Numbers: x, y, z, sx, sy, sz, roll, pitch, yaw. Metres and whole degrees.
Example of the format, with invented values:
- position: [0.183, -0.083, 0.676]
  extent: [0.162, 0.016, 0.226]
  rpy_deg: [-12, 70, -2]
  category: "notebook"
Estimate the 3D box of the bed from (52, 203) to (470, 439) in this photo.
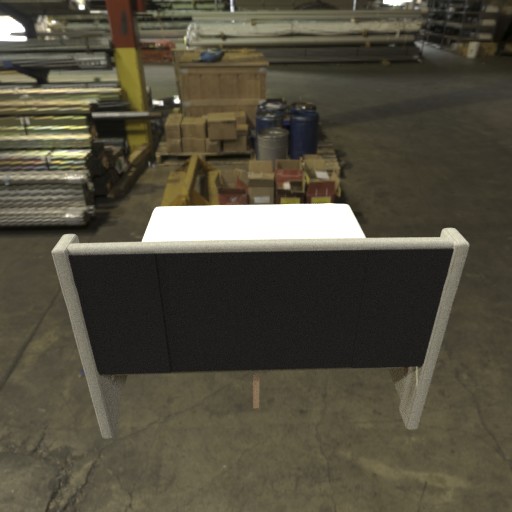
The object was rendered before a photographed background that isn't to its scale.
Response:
- position: [0.000, 0.000, 3.597]
  extent: [2.140, 1.470, 2.280]
  rpy_deg: [-1, 31, -2]
  category: "bed"
